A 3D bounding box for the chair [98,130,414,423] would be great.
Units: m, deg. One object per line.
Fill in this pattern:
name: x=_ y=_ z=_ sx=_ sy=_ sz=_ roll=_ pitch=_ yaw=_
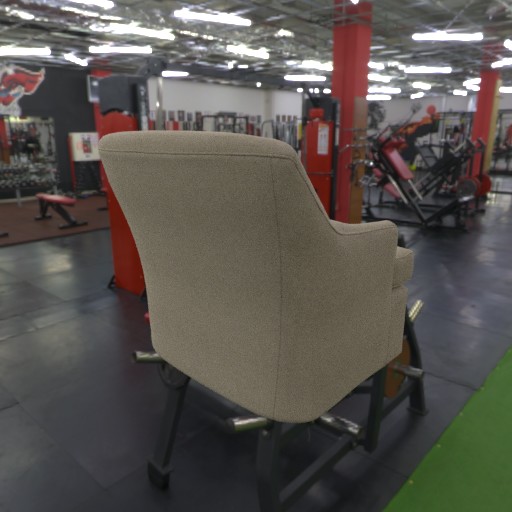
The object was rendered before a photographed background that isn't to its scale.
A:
chair: x=0.000 y=0.000 z=1.583 sx=0.864 sy=0.856 sz=0.923 roll=14 pitch=21 yaw=43
